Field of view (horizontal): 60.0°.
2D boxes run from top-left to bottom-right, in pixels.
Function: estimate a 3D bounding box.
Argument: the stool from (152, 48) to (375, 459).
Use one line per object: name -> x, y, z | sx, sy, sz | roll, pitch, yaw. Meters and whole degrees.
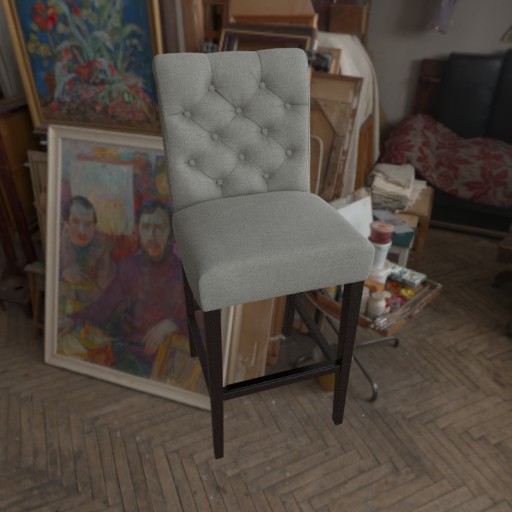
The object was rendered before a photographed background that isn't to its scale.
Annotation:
stool -> 0.000, 0.000, 1.419 | 0.493, 1.140, 0.601 | -10, 34, -15
